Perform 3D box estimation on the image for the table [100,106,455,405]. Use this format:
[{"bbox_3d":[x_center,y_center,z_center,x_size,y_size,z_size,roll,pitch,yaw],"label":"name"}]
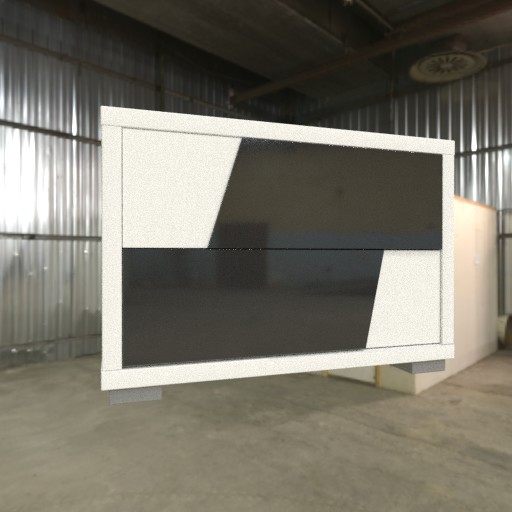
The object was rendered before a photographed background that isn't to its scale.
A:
[{"bbox_3d":[0.000,0.000,0.792,0.517,0.357,0.399,0,0,-18],"label":"table"}]
